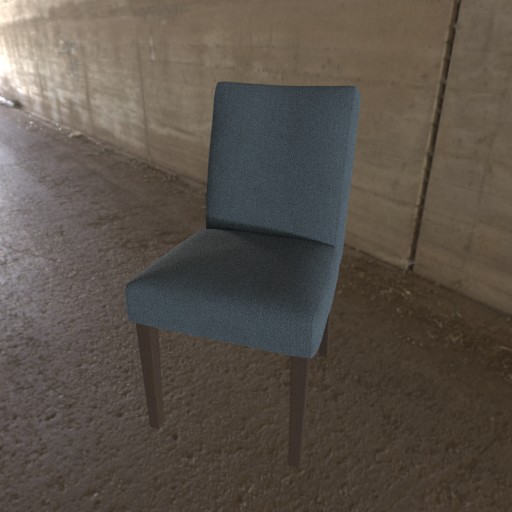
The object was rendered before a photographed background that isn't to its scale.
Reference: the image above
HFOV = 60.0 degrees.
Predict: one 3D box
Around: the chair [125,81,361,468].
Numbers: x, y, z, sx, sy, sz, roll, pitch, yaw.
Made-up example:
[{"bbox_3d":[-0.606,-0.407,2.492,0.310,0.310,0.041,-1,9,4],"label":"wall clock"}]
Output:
[{"bbox_3d":[0.000,0.000,1.270,0.487,0.882,0.629,8,27,16],"label":"chair"}]
